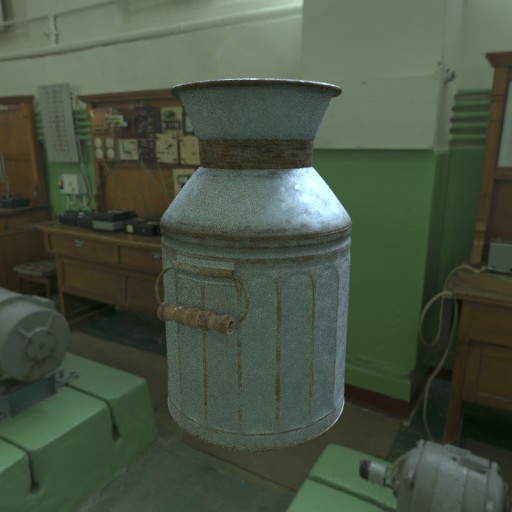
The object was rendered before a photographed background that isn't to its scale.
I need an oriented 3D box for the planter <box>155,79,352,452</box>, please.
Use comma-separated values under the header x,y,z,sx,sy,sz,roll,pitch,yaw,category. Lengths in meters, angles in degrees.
x,y,z,sx,sy,sz,roll,pitch,yaw,category
0.000,0.000,0.507,0.215,0.358,0.248,8,16,27,planter
